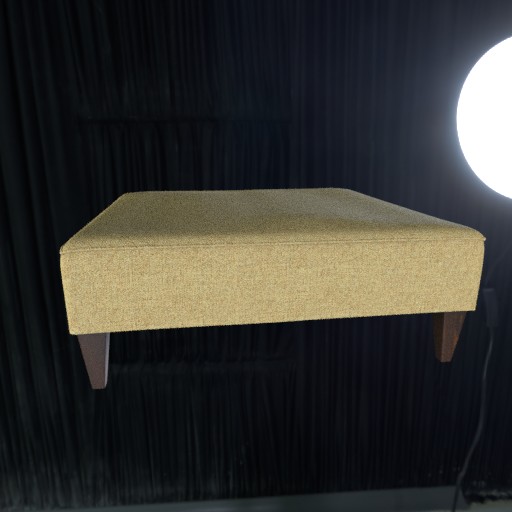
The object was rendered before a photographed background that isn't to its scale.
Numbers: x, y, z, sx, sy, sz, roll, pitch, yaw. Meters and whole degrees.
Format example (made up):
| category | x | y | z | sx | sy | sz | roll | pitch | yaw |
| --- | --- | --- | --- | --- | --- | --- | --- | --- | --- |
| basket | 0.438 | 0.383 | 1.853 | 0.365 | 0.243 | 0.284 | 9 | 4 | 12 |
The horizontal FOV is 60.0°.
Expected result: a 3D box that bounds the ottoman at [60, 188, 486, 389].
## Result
| category | x | y | z | sx | sy | sz | roll | pitch | yaw |
| --- | --- | --- | --- | --- | --- | --- | --- | --- | --- |
| ottoman | 0.000 | 0.000 | 1.476 | 0.981 | 0.378 | 0.970 | -2 | 15 | -8 |
